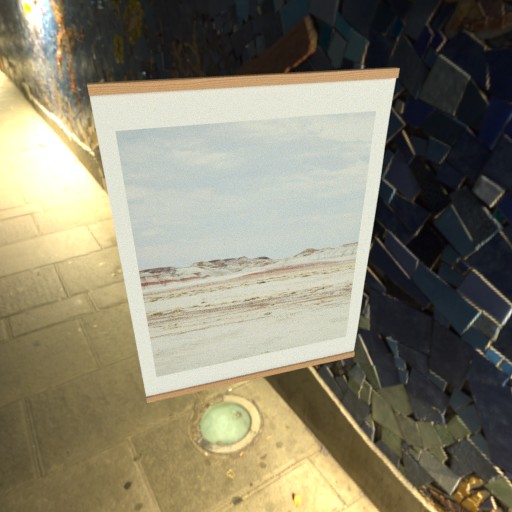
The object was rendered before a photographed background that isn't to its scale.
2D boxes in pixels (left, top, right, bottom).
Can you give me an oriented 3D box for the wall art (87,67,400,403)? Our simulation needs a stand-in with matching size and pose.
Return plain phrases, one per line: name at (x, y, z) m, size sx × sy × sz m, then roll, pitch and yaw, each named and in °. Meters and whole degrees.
wall art at (0.000, 0.000, 0.791) m, size 0.458 × 0.605 × 0.011 m, roll -9°, pitch 33°, yaw -14°
